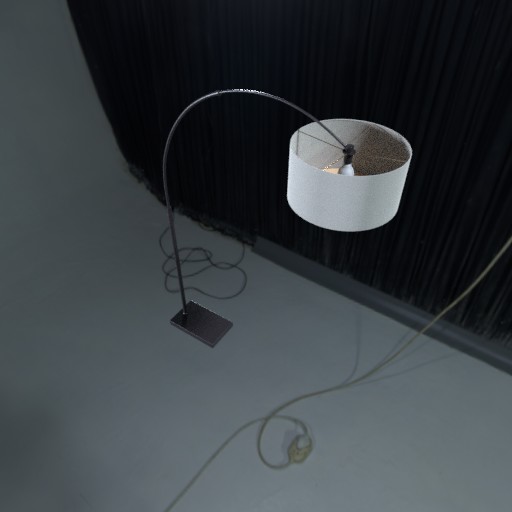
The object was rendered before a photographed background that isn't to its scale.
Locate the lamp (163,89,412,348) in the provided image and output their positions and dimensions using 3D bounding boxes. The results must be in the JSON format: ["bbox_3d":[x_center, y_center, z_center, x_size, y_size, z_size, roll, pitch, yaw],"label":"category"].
[{"bbox_3d":[0.000,0.000,2.577,1.424,1.927,0.493,24,47,24],"label":"lamp"}]
